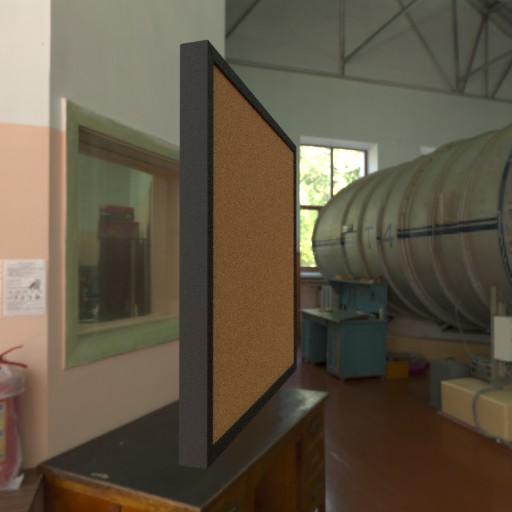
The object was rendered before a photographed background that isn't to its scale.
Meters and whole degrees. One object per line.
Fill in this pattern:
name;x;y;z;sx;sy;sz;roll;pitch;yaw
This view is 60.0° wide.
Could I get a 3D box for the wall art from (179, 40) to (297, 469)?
wall art;0.000;0.000;0.770;0.037;0.508;0.508;0;-1;17
